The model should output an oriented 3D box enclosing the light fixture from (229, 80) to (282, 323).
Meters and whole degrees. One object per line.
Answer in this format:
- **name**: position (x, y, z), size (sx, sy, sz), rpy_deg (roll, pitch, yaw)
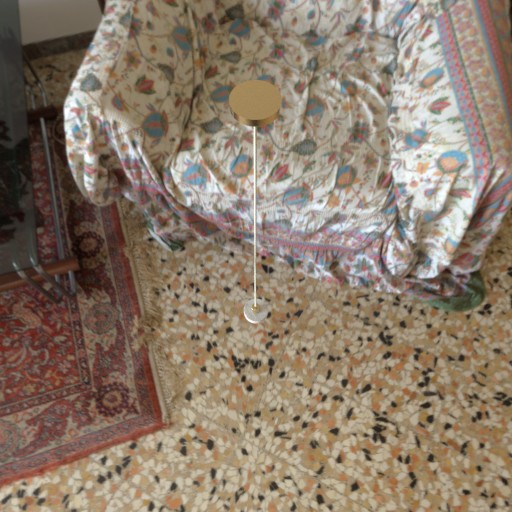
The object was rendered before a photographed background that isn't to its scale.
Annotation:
- **light fixture**: position (0.000, 0.000, 1.761), size (0.129, 1.669, 0.129), rpy_deg (34, 69, 15)
